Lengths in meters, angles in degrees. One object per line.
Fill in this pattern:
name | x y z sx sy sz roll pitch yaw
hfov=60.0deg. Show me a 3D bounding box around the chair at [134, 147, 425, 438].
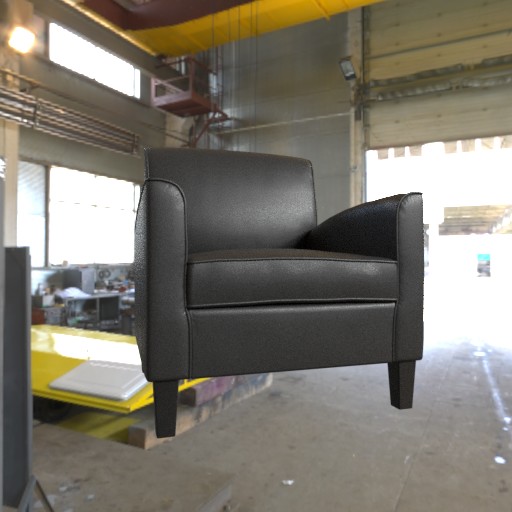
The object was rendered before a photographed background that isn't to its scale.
chair | 0.000 0.000 1.573 0.820 0.916 0.819 0 0 -17
